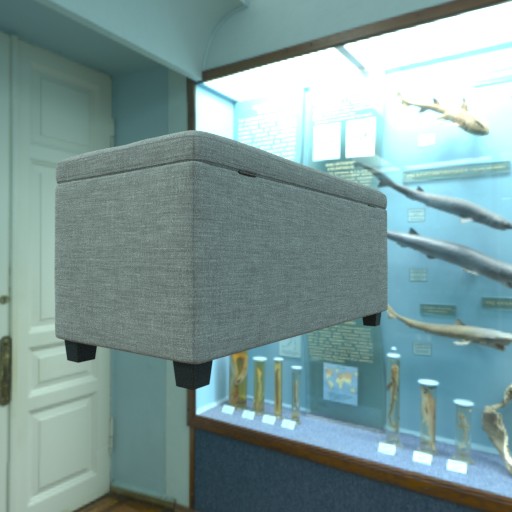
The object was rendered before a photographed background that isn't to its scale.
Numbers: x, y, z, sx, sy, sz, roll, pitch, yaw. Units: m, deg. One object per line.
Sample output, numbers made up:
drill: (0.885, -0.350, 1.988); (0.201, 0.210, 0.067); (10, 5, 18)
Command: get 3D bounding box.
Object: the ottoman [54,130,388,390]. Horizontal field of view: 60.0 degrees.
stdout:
ottoman: (0.000, 0.000, 1.153); (0.419, 0.432, 0.902); (0, 0, 36)
